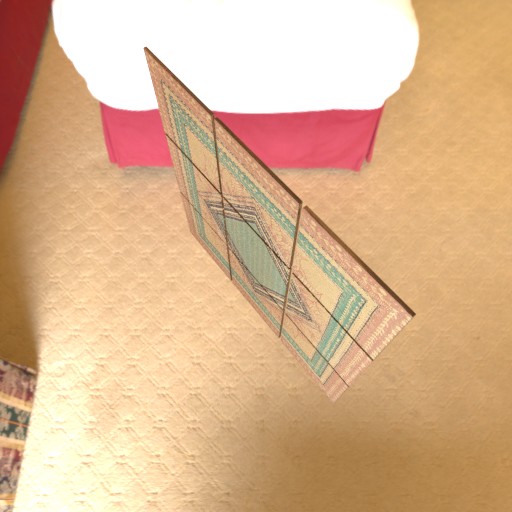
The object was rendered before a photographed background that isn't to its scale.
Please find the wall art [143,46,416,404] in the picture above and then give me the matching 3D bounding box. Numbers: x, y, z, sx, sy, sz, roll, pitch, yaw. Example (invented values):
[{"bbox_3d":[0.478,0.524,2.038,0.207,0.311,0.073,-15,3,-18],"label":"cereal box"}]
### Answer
[{"bbox_3d":[0.000,0.000,1.808,0.013,1.213,1.215,-35,68,-17],"label":"wall art"}]
